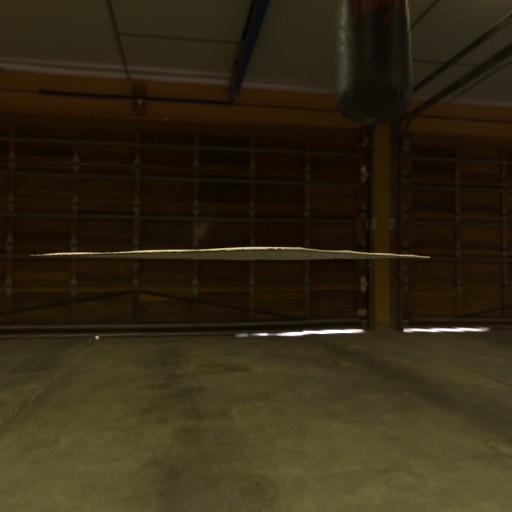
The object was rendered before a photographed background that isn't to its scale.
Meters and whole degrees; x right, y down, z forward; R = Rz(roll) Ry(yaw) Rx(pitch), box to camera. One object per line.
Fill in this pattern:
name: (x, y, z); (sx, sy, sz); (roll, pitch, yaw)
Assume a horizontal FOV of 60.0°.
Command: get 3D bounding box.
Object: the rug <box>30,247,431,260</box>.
rug: (0.000, 0.000, 4.170); (2.426, 0.034, 3.061); (-1, -2, 36)
